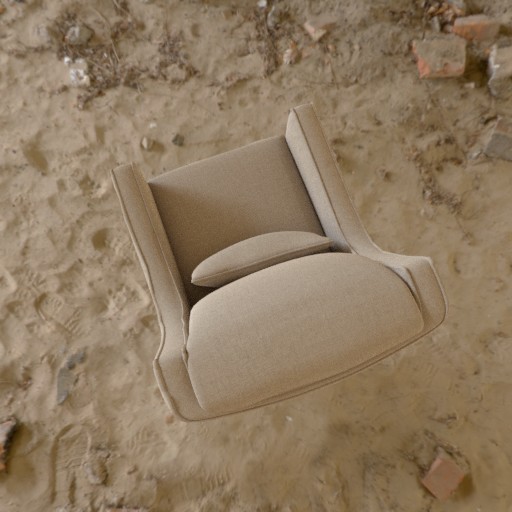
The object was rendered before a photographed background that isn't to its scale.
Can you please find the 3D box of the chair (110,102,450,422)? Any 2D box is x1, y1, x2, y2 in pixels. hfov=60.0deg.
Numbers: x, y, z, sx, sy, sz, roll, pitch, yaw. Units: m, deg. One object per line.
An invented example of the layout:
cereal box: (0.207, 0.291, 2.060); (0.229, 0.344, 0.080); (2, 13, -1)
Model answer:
chair: (0.000, 0.000, 1.514); (0.732, 0.993, 0.879); (-20, 77, -5)
